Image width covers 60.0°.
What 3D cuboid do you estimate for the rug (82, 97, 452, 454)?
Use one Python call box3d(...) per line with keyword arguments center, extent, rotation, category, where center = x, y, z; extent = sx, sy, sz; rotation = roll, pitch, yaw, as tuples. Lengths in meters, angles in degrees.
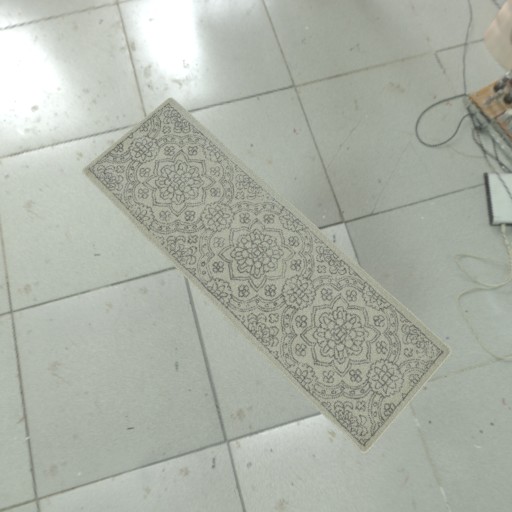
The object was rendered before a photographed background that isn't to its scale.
box3d(center=(0.000, 0.000, 2.722), extent=(2.431, 0.006, 0.806), rotation=(44, 78, 11), category="rug")
